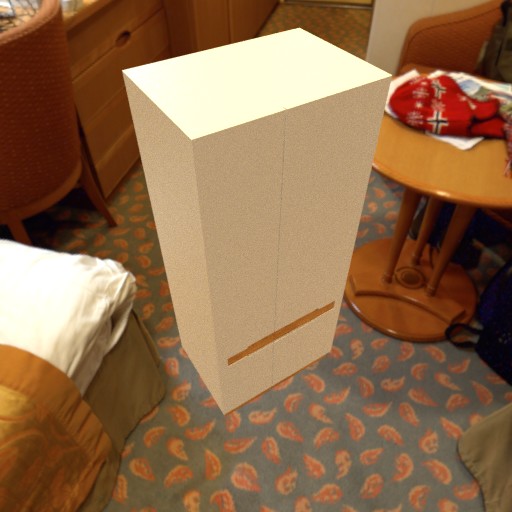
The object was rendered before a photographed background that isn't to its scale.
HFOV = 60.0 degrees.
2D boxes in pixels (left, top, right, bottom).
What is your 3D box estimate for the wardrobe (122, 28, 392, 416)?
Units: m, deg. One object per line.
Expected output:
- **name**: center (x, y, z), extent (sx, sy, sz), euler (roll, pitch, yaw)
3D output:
- **wardrobe**: center (0.000, 0.000, 2.451), extent (0.860, 2.040, 0.600), euler (-25, 51, -22)
